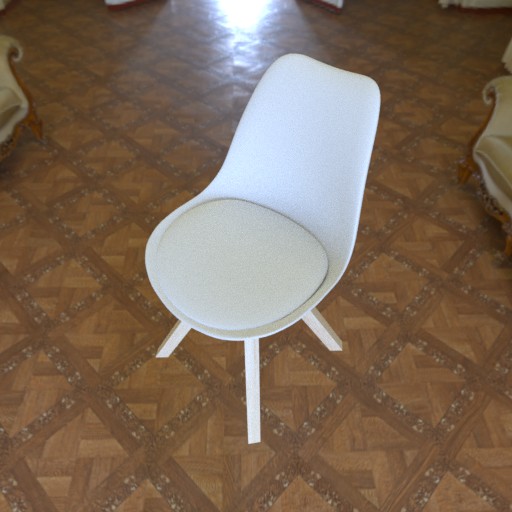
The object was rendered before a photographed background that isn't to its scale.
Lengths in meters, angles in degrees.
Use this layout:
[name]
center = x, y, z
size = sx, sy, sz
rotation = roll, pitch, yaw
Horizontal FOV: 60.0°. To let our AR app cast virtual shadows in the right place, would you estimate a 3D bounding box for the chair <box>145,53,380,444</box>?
[chair]
center = 0.000, 0.000, 1.181
size = 0.485, 0.850, 0.550
rotation = 33, 54, 28
